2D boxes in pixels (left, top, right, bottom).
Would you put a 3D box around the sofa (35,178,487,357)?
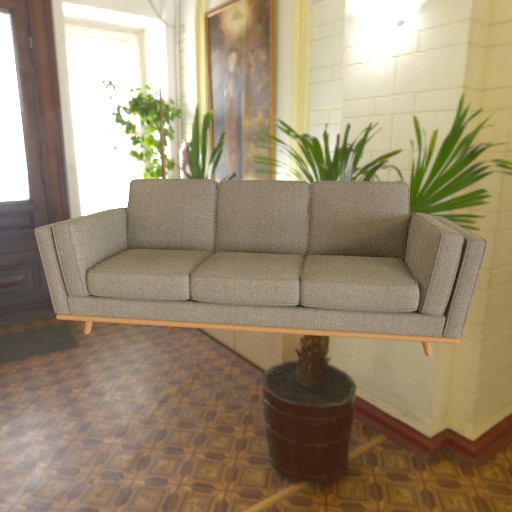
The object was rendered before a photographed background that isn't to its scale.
[{"bbox_3d":[0.000,0.000,2.733,2.362,0.899,0.903,2,13,9],"label":"sofa"}]
